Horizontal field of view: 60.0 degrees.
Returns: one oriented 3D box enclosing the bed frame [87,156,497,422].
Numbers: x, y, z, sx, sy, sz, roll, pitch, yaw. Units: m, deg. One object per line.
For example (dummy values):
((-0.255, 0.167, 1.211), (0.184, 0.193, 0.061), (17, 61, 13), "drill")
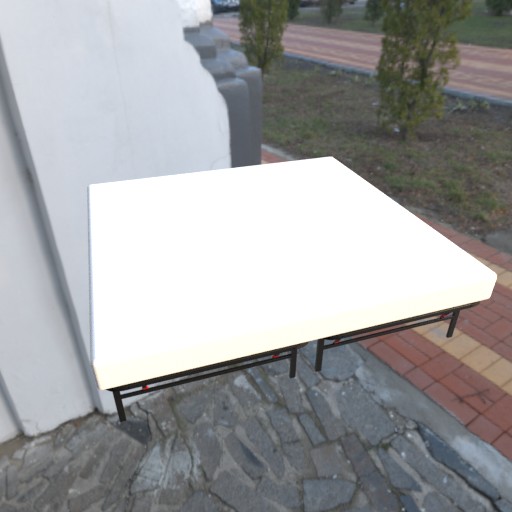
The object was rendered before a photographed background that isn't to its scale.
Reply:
((0.000, 0.000, 2.948), (2.033, 0.525, 1.935), (-10, 33, -15), "bed frame")
